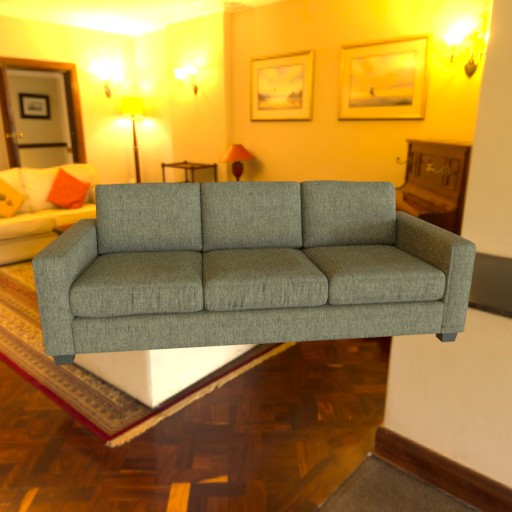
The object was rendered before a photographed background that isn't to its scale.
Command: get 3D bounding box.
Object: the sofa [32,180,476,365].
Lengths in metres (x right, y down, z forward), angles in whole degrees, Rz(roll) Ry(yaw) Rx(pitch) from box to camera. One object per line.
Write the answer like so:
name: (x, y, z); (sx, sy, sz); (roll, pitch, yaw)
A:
sofa: (0.000, 0.000, 2.575); (2.160, 0.800, 0.900); (-2, 17, -7)
